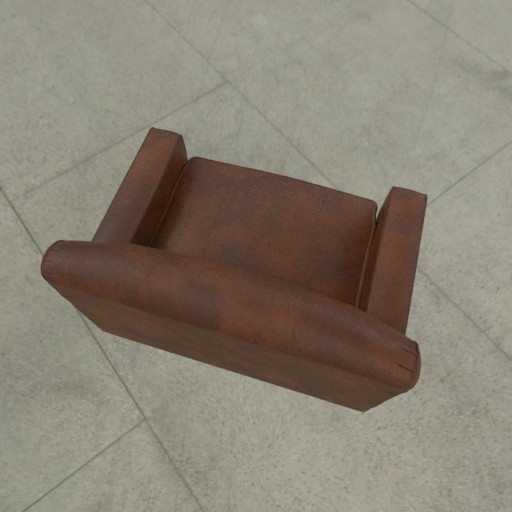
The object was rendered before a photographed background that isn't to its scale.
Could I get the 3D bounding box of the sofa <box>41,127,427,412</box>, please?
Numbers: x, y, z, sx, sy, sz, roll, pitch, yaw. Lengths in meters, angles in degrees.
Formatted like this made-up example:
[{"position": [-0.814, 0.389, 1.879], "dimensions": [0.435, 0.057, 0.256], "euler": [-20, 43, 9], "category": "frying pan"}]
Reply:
[{"position": [0.000, 0.000, 2.074], "dimensions": [1.413, 0.956, 1.000], "euler": [15, 66, 7], "category": "sofa"}]
